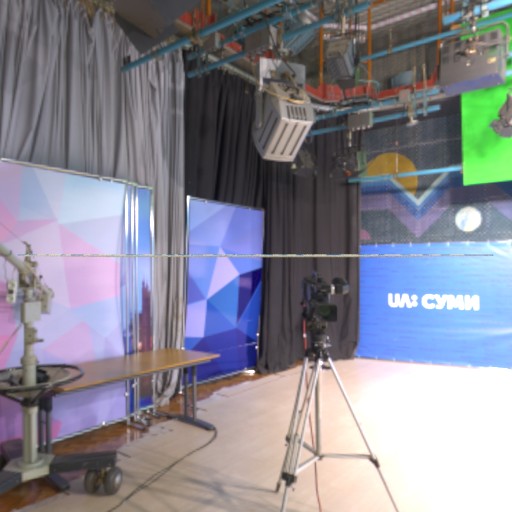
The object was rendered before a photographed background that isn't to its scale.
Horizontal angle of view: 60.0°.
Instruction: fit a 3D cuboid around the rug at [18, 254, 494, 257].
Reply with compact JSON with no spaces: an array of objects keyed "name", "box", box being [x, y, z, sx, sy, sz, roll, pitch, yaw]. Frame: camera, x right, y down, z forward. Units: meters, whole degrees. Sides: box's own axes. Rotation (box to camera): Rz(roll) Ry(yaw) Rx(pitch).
[{"name":"rug","box":[0.000,0.000,3.030,2.447,0.011,1.520,0,0,0]}]
